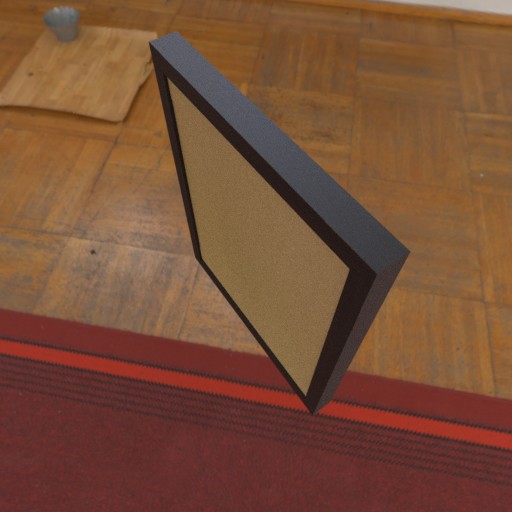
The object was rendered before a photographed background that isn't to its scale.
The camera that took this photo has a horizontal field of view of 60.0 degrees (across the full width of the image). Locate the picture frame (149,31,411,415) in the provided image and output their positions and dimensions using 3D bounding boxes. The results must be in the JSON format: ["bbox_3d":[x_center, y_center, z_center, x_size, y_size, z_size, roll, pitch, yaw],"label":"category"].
[{"bbox_3d":[0.000,0.000,0.751,0.044,0.555,0.452,-31,62,-18],"label":"picture frame"}]
